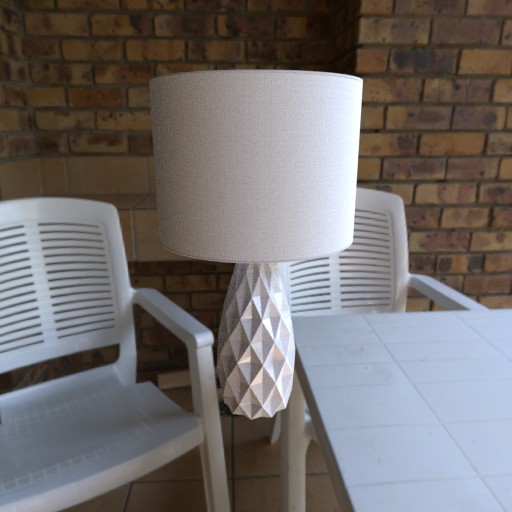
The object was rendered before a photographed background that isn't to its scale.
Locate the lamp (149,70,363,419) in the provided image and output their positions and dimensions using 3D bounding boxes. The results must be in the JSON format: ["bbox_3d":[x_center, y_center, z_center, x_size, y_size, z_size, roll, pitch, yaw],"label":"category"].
[{"bbox_3d":[0.000,0.000,0.702,0.297,0.522,0.297,0,16,0],"label":"lamp"}]
